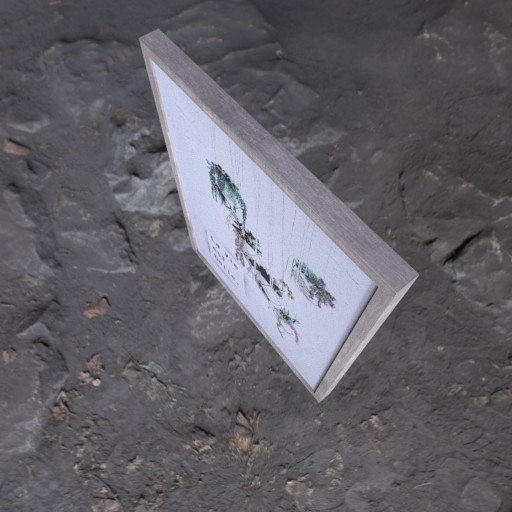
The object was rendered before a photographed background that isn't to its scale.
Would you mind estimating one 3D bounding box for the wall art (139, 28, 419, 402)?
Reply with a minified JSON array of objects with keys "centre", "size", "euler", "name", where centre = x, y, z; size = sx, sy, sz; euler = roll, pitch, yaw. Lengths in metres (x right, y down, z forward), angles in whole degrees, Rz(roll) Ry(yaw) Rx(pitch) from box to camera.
[{"centre":[0.000,0.000,0.687],"size":[0.032,0.521,0.421],"euler":[-35,67,-17],"name":"wall art"}]
